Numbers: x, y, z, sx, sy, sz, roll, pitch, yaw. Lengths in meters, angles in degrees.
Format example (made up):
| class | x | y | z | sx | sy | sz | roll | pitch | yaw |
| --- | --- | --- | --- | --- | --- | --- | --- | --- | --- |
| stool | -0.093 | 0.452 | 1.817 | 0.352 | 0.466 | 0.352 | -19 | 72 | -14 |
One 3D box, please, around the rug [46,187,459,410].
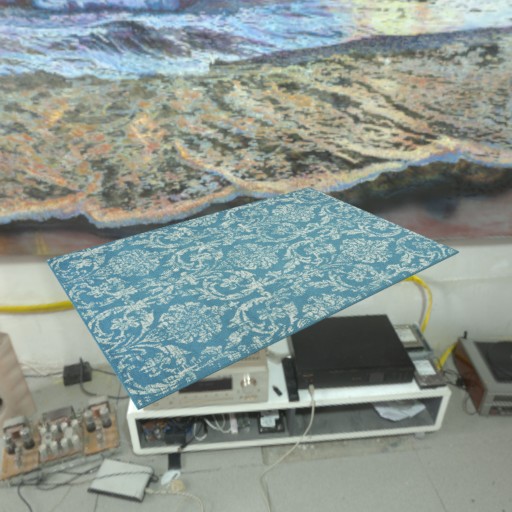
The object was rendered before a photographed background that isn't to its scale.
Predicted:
| class | x | y | z | sx | sy | sz | roll | pitch | yaw |
| --- | --- | --- | --- | --- | --- | --- | --- | --- | --- |
| rug | 0.000 | 0.000 | 3.523 | 2.746 | 0.018 | 1.816 | -20 | 35 | -31 |
